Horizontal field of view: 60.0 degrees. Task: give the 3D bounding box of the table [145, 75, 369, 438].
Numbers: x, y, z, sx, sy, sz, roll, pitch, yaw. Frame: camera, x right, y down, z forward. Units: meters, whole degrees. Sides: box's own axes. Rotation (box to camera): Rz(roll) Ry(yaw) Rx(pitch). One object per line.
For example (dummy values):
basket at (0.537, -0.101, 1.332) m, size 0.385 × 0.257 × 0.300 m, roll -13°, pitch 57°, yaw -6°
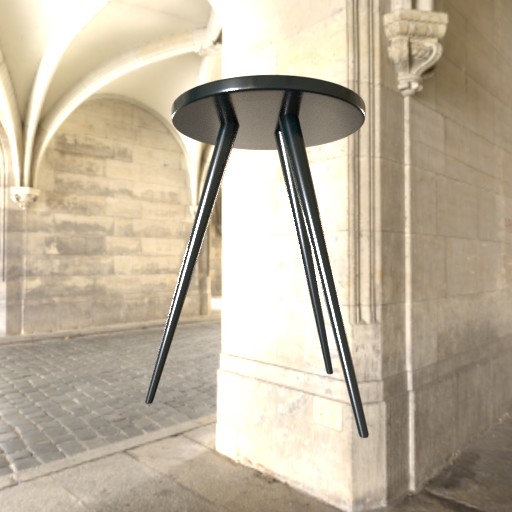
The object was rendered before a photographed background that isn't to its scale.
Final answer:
table at (0.000, 0.000, 0.854) m, size 0.415 × 0.548 × 0.403 m, roll 0°, pitch -1°, yaw -1°
